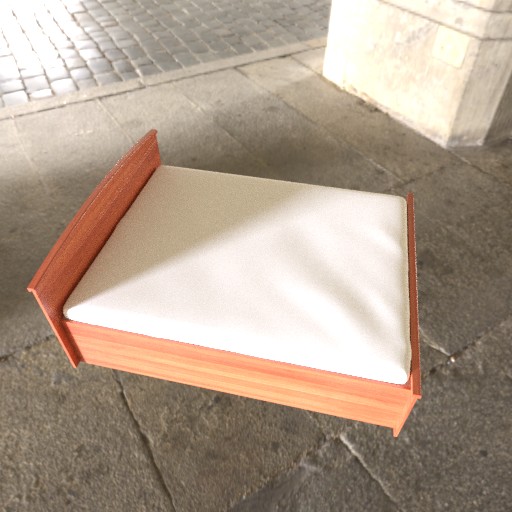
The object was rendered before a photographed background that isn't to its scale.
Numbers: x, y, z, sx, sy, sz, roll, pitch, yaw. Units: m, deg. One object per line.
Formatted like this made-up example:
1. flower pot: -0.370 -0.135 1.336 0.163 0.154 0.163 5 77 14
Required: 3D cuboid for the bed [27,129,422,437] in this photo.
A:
1. bed: 0.000 0.000 2.970 2.053 0.848 1.683 9 46 9
